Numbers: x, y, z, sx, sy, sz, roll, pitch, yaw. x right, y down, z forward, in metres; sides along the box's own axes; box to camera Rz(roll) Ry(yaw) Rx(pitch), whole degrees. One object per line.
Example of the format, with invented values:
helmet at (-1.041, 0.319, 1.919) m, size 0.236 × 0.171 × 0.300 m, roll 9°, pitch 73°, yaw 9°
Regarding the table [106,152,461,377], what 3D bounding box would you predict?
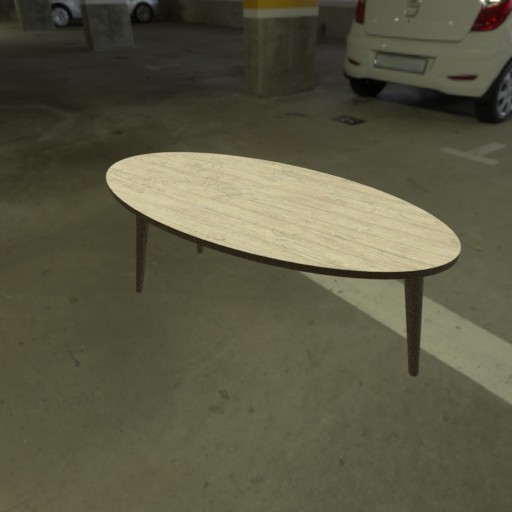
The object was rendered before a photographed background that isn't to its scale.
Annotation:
table at (0.000, 0.000, 1.335) m, size 1.083 × 0.390 × 0.542 m, roll 20°, pitch 37°, yaw 29°
